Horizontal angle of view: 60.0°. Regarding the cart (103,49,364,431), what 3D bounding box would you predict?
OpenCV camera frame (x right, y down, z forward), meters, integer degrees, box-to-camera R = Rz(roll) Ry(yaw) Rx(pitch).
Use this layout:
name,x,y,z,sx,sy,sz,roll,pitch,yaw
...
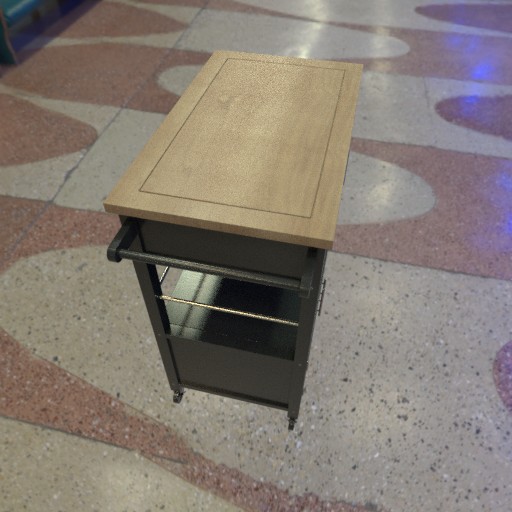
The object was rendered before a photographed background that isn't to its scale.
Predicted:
name,x,y,z,sx,sy,sz,roll,pitch,yaw
cart,0.000,0.000,1.396,0.459,0.901,0.840,10,48,9
